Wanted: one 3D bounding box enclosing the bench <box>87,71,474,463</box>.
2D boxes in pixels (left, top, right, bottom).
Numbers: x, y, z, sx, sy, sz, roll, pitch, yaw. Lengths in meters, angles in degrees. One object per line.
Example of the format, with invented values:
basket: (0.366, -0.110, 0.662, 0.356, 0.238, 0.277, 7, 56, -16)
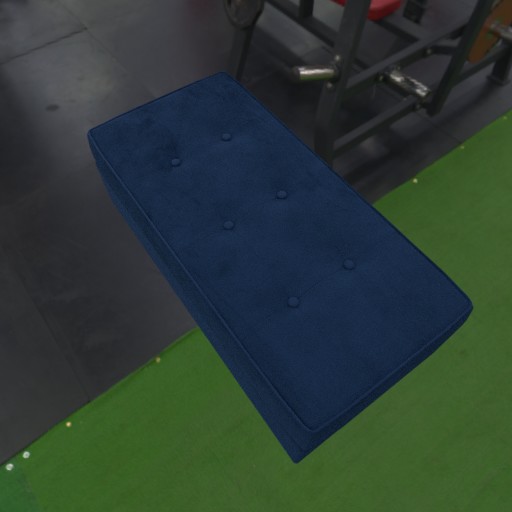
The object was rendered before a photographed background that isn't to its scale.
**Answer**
bench: (0.000, 0.000, 1.283, 0.489, 0.467, 1.010, -31, 63, -18)
